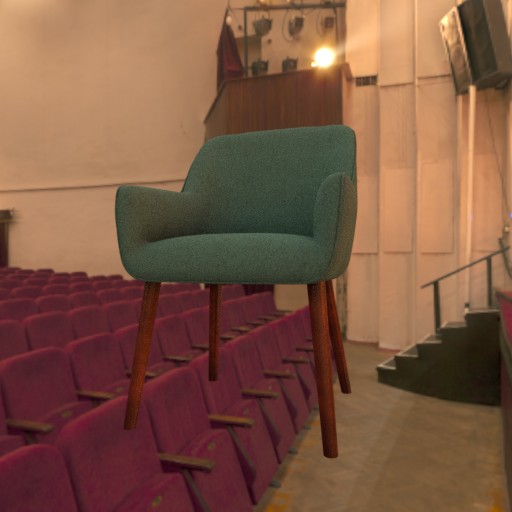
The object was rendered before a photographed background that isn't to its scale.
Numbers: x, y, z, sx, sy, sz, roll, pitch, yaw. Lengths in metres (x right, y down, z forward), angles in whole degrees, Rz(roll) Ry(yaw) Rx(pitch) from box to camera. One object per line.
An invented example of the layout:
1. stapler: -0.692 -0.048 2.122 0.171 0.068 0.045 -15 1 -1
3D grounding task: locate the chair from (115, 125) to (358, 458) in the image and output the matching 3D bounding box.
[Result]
1. chair: 0.000 0.000 1.184 0.543 0.803 0.519 0 -1 18
